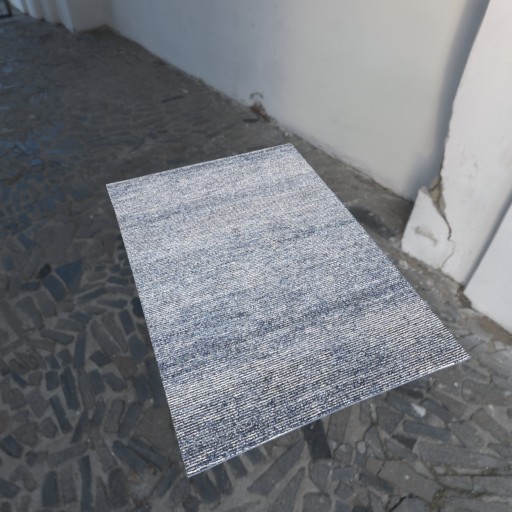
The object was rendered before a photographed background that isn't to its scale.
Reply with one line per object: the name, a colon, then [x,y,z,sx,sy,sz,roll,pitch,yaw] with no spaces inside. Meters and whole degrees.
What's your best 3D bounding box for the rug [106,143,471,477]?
rug: [0.000,0.000,2.979,1.624,0.030,2.349,-16,49,-15]
